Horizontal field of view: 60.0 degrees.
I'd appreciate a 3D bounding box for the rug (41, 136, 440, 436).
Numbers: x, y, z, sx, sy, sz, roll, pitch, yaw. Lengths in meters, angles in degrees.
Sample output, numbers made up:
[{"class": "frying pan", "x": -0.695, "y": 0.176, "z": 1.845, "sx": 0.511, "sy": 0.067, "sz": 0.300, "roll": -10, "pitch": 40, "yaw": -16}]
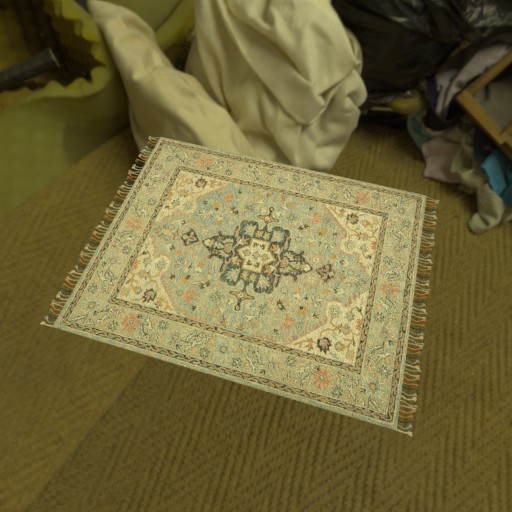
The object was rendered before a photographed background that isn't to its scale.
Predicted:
[{"class": "rug", "x": 0.000, "y": 0.000, "z": 3.451, "sx": 2.651, "sy": 0.010, "sz": 1.971, "roll": 14, "pitch": 60, "yaw": 8}]
